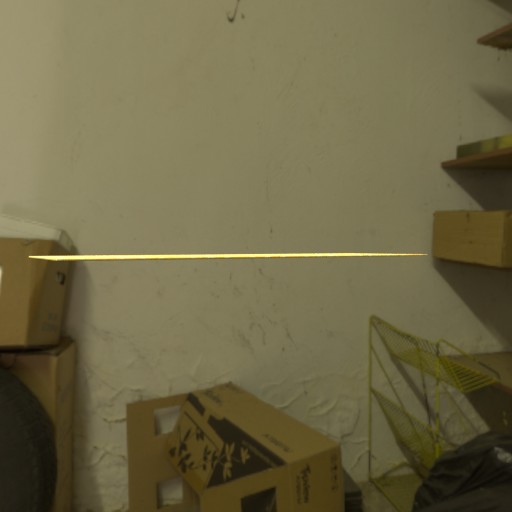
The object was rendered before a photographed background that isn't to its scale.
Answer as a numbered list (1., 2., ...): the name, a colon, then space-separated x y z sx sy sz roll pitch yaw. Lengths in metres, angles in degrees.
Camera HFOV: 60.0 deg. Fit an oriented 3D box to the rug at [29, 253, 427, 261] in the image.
1. rug: 0.000 0.000 2.746 2.438 0.010 0.775 -1 1 -35
